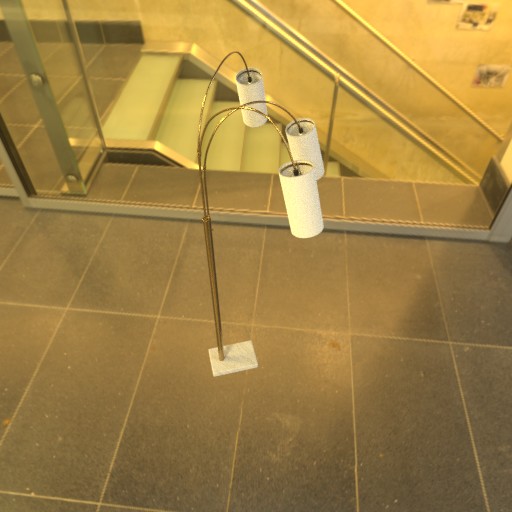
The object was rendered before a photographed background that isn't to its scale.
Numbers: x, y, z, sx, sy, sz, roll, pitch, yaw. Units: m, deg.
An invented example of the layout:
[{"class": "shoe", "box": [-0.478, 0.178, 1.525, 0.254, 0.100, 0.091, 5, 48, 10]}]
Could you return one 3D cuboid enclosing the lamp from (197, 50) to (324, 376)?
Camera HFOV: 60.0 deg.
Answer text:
[{"class": "lamp", "box": [0.000, 0.000, 2.493, 0.667, 2.055, 1.020, -10, 47, -9]}]
